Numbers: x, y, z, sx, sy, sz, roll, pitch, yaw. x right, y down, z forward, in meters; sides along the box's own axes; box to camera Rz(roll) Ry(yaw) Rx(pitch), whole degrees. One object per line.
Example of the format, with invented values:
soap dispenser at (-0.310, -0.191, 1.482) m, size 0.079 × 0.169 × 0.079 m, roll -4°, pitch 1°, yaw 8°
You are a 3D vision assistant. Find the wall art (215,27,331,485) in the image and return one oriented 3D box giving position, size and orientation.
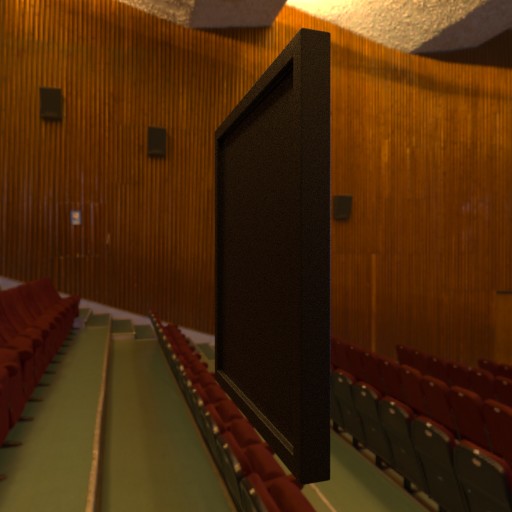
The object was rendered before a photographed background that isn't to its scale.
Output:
wall art at (0.000, 0.000, 0.528) m, size 0.028 × 0.381 × 0.328 m, roll 0°, pitch 0°, yaw -18°
